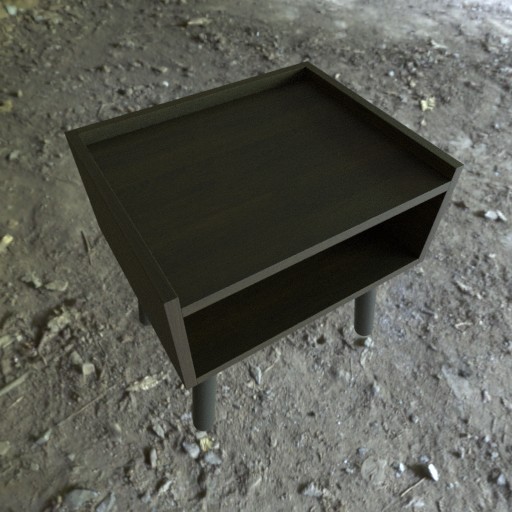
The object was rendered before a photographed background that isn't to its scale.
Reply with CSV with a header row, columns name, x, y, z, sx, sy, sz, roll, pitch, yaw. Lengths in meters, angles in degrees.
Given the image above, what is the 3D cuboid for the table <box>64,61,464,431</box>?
name,x,y,z,sx,sy,sz,roll,pitch,yaw
table,0.000,0.000,0.815,0.450,0.470,0.370,-25,53,-20
